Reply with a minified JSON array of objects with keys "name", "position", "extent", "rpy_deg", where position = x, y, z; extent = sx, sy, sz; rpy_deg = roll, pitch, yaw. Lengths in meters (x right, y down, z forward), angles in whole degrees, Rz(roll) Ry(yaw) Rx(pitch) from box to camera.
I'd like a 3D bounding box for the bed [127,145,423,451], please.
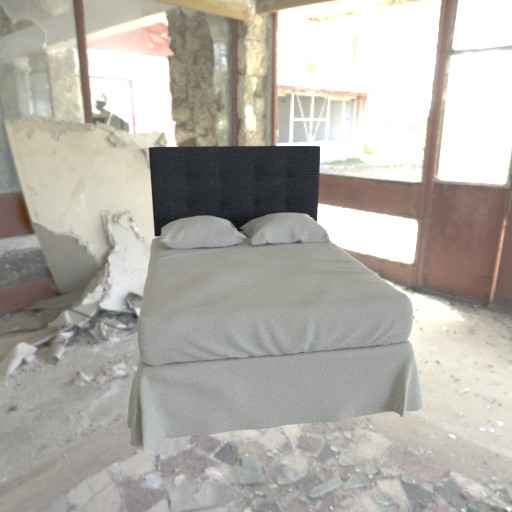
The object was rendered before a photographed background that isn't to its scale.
[{"name":"bed","position":[0.000,0.000,3.452],"extent":[1.936,1.577,2.222],"rpy_deg":[-3,17,-10]}]
